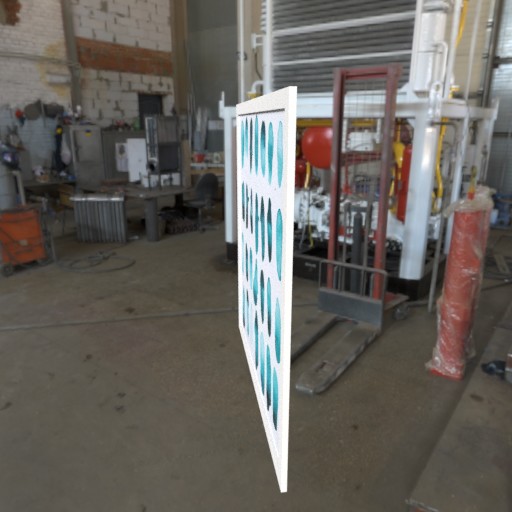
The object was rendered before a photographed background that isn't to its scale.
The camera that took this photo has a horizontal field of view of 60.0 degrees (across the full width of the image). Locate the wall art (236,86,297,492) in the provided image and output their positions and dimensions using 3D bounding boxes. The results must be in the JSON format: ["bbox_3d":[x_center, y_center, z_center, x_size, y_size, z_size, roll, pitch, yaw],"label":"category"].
[{"bbox_3d":[0.000,0.000,0.835,0.009,0.559,0.558,-2,17,-8],"label":"wall art"}]
